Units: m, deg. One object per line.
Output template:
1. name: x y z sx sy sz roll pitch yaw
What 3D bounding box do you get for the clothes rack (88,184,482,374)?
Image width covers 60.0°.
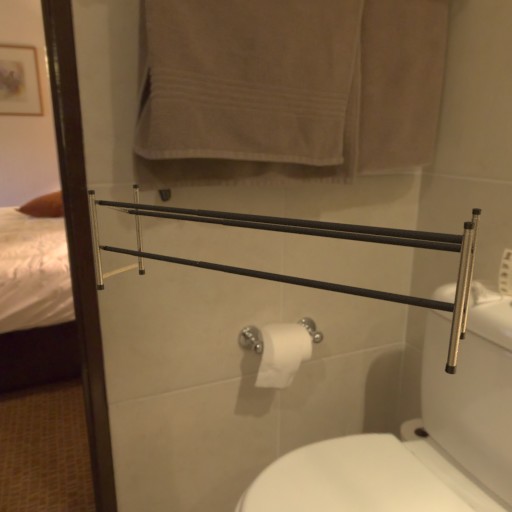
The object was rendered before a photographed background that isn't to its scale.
1. clothes rack: 0.000 0.000 1.332 1.168 0.349 0.229 8 17 29
